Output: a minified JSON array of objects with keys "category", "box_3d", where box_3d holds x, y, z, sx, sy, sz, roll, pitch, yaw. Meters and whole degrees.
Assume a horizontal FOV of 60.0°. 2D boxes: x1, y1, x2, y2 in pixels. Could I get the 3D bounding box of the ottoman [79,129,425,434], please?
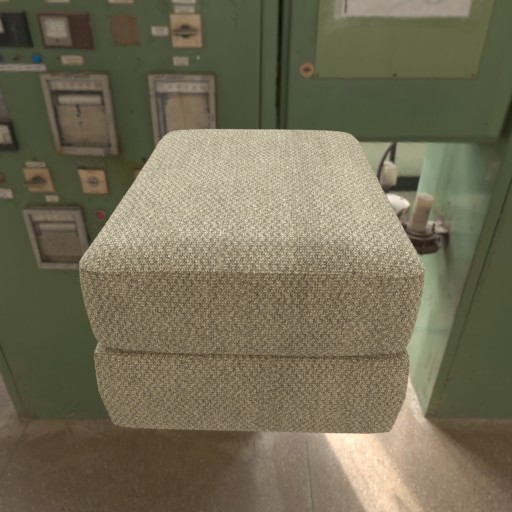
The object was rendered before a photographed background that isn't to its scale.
[{"category":"ottoman","box_3d":[0.000,0.000,1.114,0.603,0.476,0.751,1,32,1]}]
